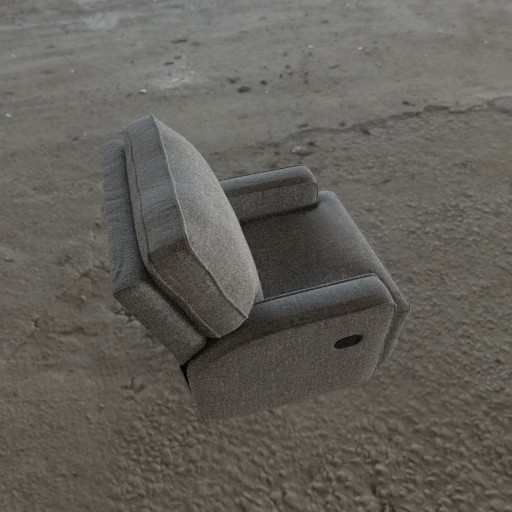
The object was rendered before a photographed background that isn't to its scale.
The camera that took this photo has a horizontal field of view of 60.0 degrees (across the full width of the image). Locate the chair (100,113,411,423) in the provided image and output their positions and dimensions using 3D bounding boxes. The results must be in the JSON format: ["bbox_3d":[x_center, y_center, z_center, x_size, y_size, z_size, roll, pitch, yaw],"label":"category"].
[{"bbox_3d":[0.000,0.000,1.703,0.964,0.962,0.861,-12,47,-11],"label":"chair"}]
